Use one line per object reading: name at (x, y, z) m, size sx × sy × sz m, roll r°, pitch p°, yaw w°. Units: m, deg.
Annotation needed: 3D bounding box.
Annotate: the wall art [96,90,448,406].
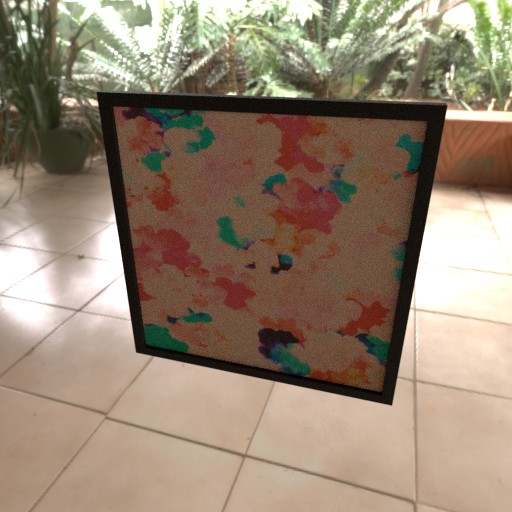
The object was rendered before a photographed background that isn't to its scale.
wall art at (0.000, 0.000, 0.447) m, size 0.306 × 0.304 × 0.015 m, roll 8°, pitch 28°, yaw 15°
